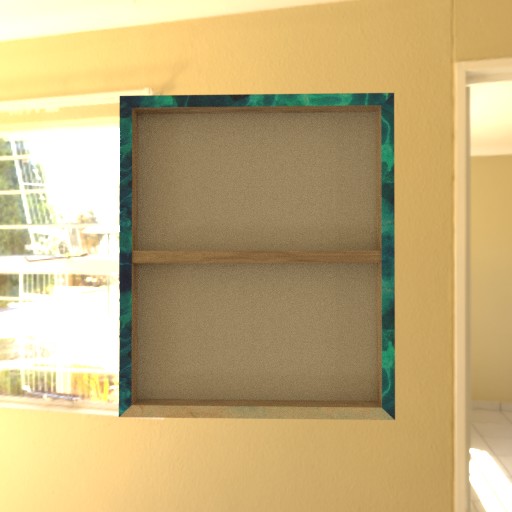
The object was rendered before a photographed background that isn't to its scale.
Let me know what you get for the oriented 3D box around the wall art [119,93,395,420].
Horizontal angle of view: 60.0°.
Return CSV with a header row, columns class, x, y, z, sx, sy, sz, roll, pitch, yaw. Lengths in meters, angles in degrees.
class,x,y,z,sx,sy,sz,roll,pitch,yaw
wall art,0.000,0.000,0.713,0.432,0.508,0.038,0,-1,2
